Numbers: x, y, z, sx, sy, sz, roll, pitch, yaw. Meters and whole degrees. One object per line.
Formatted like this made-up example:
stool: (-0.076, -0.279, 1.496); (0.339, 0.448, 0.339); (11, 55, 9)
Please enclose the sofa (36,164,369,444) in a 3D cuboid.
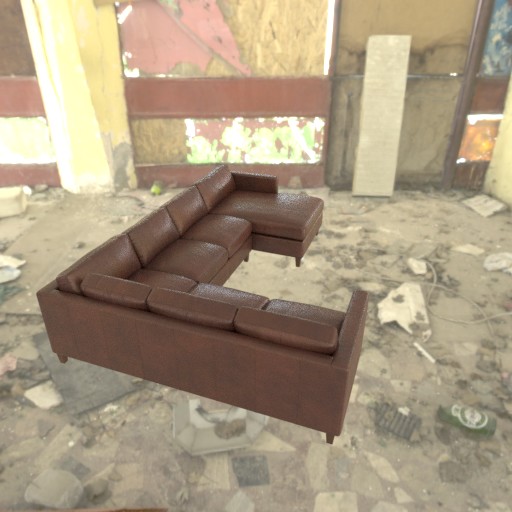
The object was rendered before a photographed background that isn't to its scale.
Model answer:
sofa: (0.000, 0.000, 4.580); (2.452, 0.891, 3.324); (10, 30, 18)
